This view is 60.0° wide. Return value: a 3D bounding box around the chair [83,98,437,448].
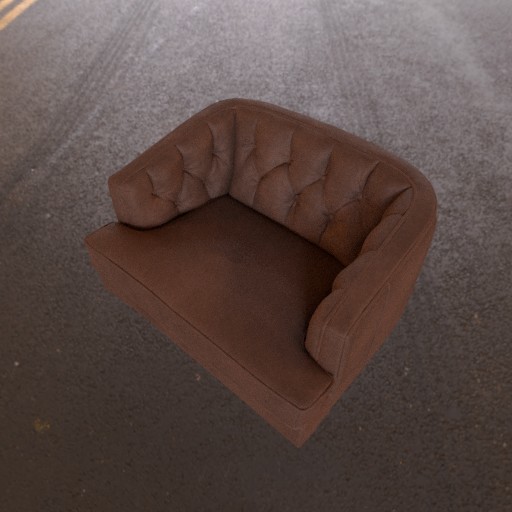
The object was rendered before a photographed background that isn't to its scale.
[{"bbox_3d":[0.000,0.000,1.757,1.118,0.787,0.914,32,54,27],"label":"chair"}]
